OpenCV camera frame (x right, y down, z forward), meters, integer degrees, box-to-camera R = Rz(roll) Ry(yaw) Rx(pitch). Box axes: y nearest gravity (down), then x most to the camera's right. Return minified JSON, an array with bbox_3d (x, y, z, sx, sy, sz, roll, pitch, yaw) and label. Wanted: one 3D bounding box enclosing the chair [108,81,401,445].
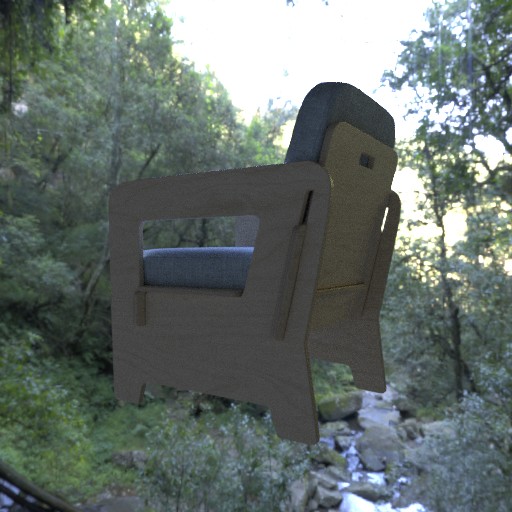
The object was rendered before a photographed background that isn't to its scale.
[{"bbox_3d":[0.000,0.000,1.288,0.710,0.800,0.590,0,0,35],"label":"chair"}]
